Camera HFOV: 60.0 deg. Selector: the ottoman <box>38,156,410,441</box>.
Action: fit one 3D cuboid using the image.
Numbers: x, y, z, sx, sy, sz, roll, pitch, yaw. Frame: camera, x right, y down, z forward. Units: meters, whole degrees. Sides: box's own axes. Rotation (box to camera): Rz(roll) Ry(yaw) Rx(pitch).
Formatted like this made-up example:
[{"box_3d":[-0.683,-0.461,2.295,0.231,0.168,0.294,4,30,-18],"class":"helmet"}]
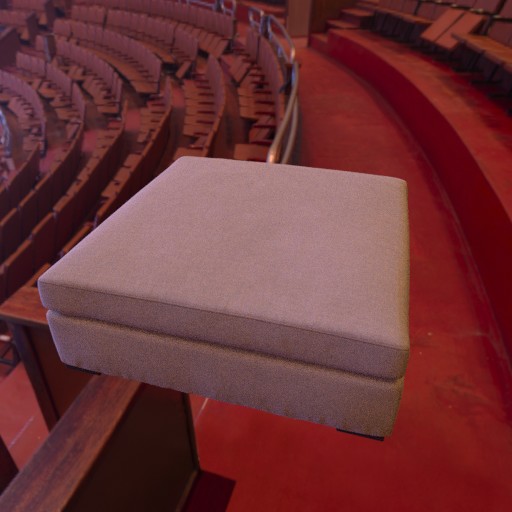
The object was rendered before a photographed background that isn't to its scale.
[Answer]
[{"box_3d":[0.000,0.000,1.818,1.203,0.517,1.171,9,34,13],"class":"ottoman"}]
